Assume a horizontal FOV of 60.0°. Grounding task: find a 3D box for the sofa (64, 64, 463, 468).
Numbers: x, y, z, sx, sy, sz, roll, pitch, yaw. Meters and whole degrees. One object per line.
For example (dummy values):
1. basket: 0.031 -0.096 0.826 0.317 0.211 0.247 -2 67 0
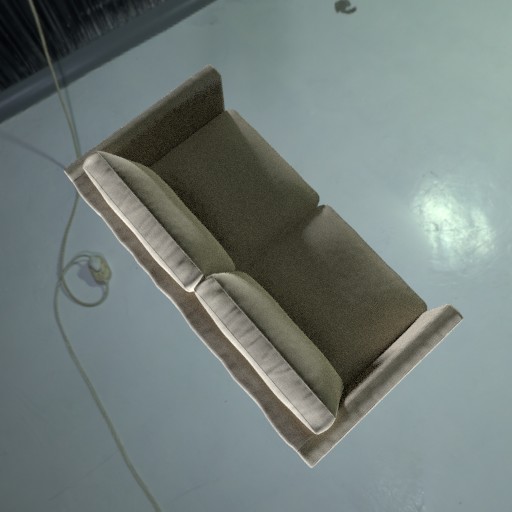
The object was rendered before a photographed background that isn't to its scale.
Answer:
1. sofa: 0.000 0.000 2.284 0.956 0.828 1.766 -40 78 -10
